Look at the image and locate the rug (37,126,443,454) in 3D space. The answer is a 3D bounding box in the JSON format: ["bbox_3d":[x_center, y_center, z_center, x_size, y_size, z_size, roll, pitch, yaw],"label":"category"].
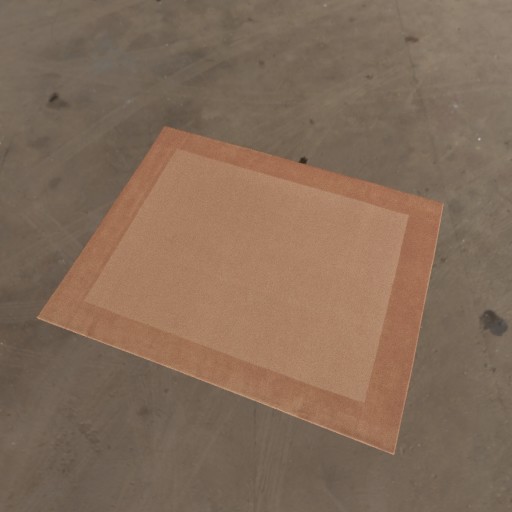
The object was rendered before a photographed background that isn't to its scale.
[{"bbox_3d":[0.000,0.000,4.057,3.057,0.021,2.431,18,61,10],"label":"rug"}]
